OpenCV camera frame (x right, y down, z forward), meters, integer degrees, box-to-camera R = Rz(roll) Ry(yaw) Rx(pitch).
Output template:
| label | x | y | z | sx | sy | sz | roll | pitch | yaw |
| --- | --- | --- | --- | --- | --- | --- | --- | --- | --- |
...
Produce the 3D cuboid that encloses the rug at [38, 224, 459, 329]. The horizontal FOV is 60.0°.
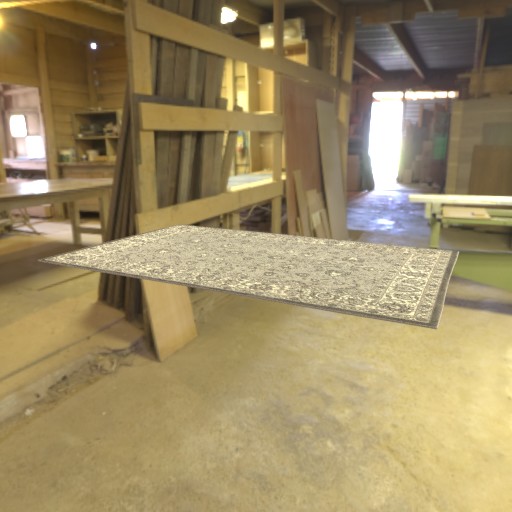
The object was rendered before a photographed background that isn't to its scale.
| label | x | y | z | sx | sy | sz | roll | pitch | yaw |
| --- | --- | --- | --- | --- | --- | --- | --- | --- | --- |
| rug | 0.000 | 0.000 | 3.005 | 2.438 | 0.011 | 1.524 | 7 | 16 | 26 |
